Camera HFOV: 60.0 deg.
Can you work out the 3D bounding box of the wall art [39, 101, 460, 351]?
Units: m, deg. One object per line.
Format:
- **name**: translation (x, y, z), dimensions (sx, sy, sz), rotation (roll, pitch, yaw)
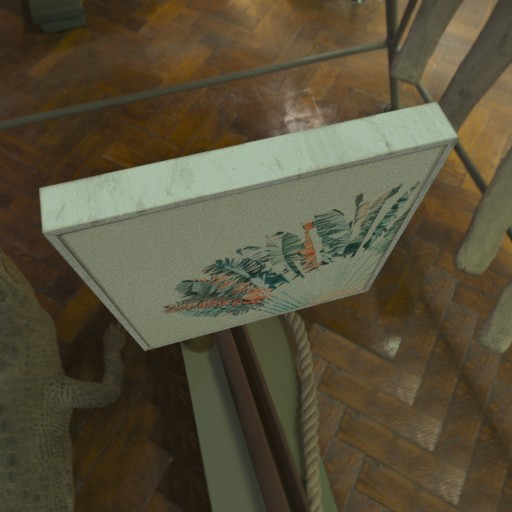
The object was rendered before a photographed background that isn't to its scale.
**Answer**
- **wall art**: translation (0.000, 0.000, 0.456), dimensions (0.305, 0.303, 0.038), rotation (-14, 64, -7)
